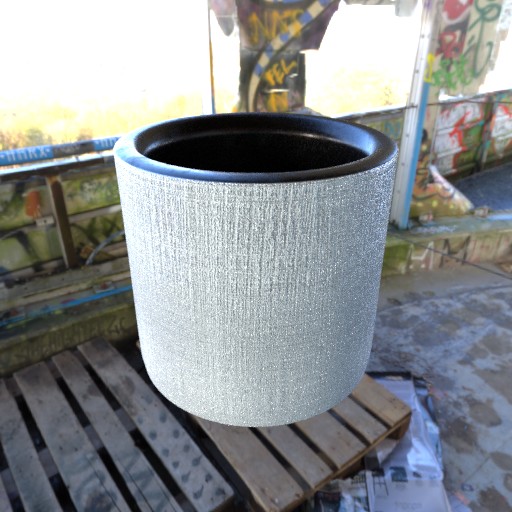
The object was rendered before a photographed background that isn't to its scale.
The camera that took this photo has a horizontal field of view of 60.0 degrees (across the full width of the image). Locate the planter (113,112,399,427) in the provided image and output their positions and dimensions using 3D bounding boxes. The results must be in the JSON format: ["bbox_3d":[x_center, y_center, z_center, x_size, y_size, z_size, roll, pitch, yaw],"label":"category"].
[{"bbox_3d":[0.000,0.000,0.289,0.160,0.156,0.160,0,28,0],"label":"planter"}]
